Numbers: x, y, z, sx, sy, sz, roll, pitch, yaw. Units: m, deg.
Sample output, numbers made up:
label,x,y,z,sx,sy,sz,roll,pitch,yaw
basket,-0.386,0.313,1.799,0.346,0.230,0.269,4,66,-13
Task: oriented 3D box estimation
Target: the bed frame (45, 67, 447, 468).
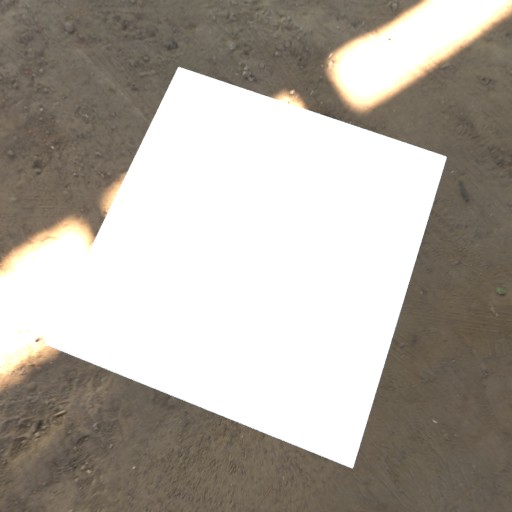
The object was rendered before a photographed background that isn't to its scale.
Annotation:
label,x,y,z,sx,sy,sz,roll,pitch,yaw
bed frame,0.000,0.000,3.053,1.930,0.559,2.032,20,77,5
